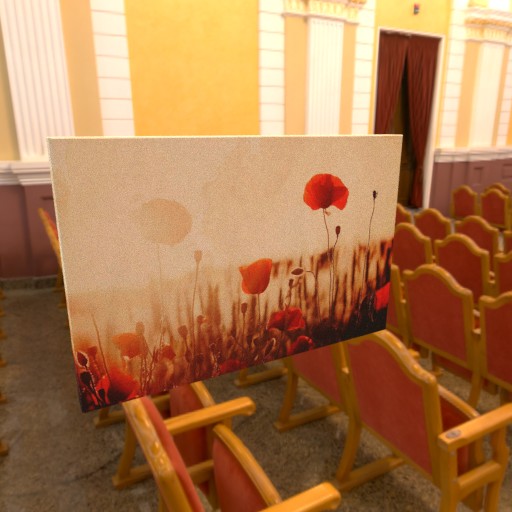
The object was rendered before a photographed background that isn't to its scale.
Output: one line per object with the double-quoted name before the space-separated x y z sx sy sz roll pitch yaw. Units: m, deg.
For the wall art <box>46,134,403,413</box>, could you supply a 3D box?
"wall art" 0.000 0.000 0.767 0.613 0.402 0.040 -8 18 -27
